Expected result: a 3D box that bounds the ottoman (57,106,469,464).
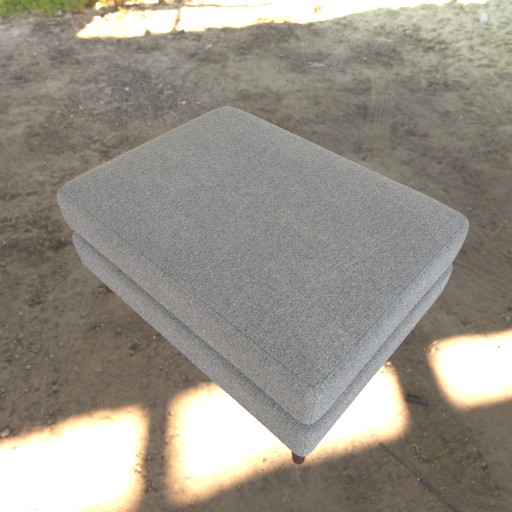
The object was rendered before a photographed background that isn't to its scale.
[{"bbox_3d":[0.000,0.000,1.173,0.821,0.441,0.611,33,54,28],"label":"ottoman"}]
